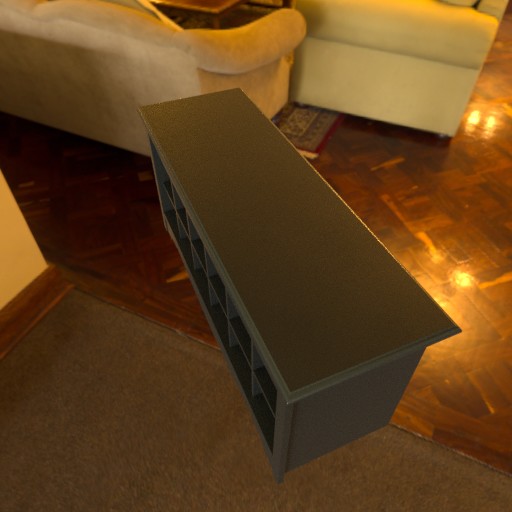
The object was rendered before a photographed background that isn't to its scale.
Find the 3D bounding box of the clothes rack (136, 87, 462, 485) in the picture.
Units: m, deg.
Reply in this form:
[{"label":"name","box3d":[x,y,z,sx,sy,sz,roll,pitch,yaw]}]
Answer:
[{"label":"clothes rack","box3d":[0.000,0.000,1.445,0.406,0.556,1.219,-17,48,-16]}]
